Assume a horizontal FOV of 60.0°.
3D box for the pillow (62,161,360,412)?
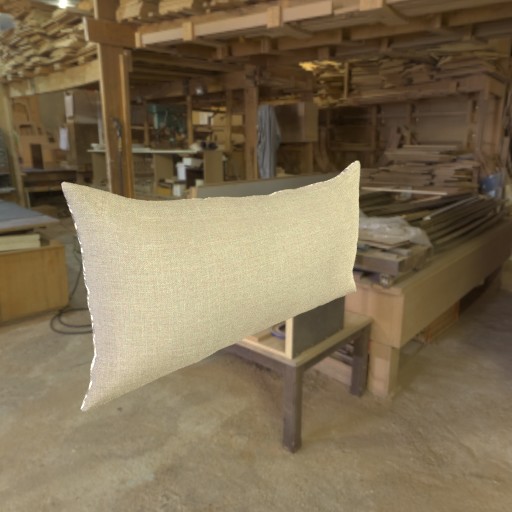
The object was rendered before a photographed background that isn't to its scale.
[{"bbox_3d":[0.000,0.000,0.741,0.148,0.290,0.631,15,21,43],"label":"pillow"}]
